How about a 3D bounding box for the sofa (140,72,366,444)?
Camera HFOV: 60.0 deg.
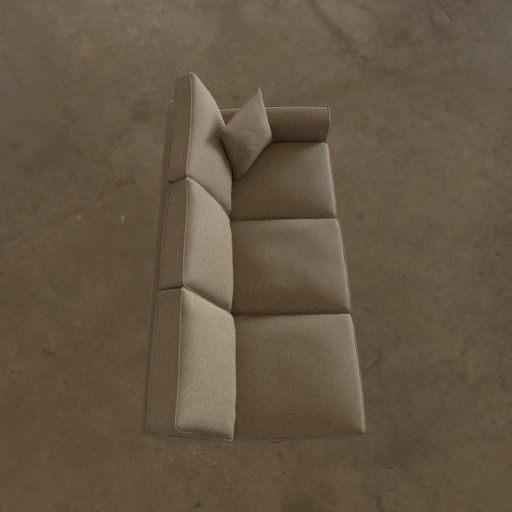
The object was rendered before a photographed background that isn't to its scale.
[{"bbox_3d":[0.000,0.000,2.535,1.034,0.946,1.963,-1,64,-1],"label":"sofa"}]
